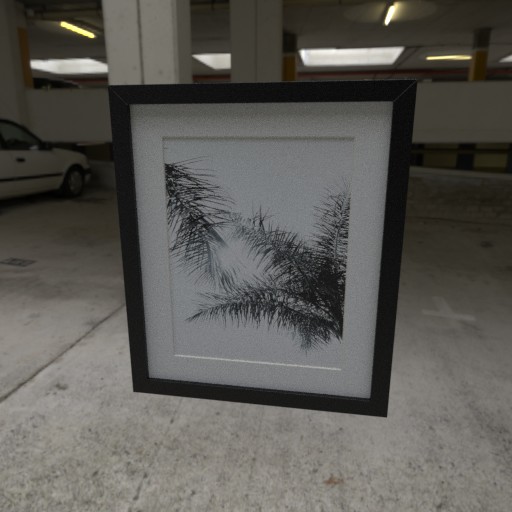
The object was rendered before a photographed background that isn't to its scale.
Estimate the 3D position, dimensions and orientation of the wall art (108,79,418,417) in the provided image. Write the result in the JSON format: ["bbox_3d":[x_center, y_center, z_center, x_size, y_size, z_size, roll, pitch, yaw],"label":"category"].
[{"bbox_3d":[0.000,0.000,0.522,0.325,0.380,0.028,3,16,9],"label":"wall art"}]
